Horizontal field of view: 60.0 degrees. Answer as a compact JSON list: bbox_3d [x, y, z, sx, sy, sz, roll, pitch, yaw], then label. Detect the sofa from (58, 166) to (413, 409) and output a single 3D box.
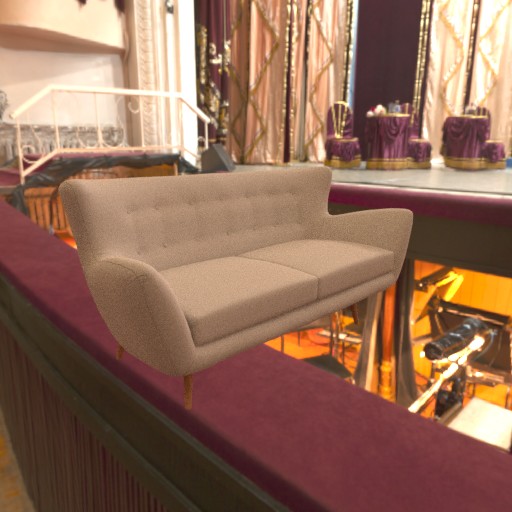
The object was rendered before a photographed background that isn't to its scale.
[{"bbox_3d":[0.000,0.000,2.414,1.930,0.890,0.899,-14,19,-43],"label":"sofa"}]
